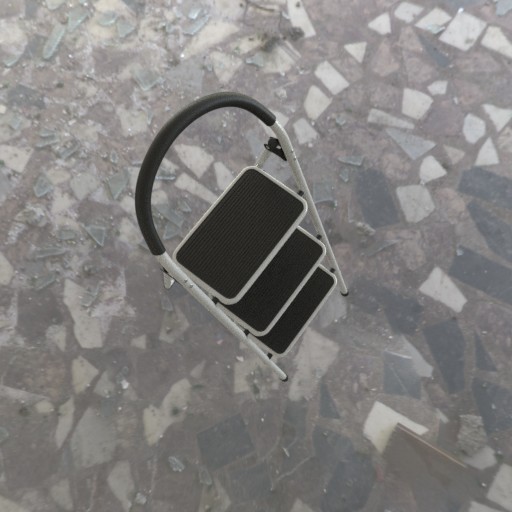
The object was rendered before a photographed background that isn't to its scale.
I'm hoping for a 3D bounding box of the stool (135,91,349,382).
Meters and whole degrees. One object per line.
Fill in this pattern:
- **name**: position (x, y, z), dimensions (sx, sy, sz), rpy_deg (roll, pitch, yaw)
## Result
- **stool**: position (0.000, 0.000, 1.437), dimensions (0.676, 1.109, 0.485), rpy_deg (36, 77, 10)
